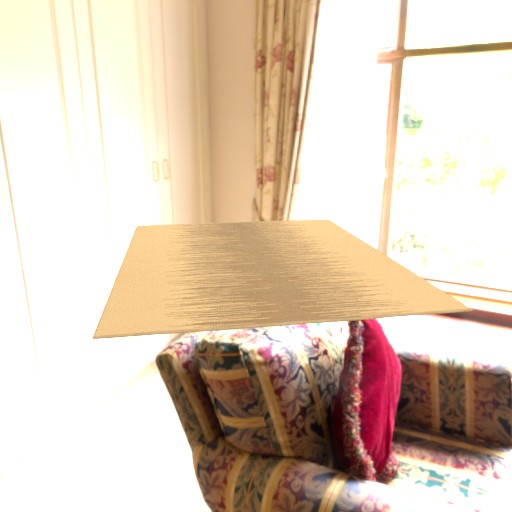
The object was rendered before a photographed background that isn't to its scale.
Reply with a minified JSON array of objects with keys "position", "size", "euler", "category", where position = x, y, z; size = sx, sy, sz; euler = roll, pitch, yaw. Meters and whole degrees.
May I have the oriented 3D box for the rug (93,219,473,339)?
[{"position":[0.000,0.000,4.204],"size":[2.453,0.010,3.037],"euler":[-3,17,-9],"category":"rug"}]
